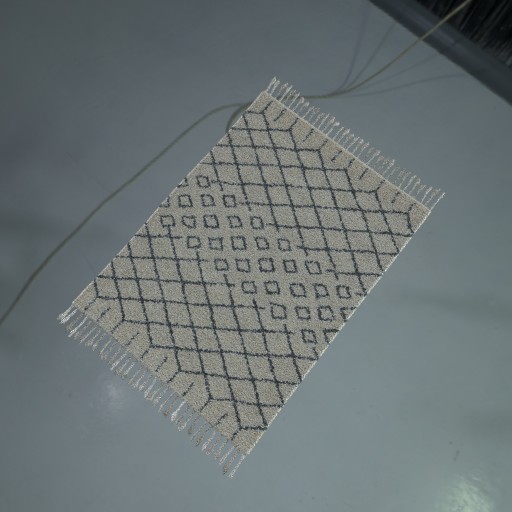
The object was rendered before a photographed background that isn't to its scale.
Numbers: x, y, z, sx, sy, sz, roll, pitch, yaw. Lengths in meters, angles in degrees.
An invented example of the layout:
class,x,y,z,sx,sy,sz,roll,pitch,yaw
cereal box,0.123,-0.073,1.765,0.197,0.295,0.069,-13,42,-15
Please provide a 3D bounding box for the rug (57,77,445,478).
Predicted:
class,x,y,z,sx,sy,sz,roll,pitch,yaw
rug,0.000,0.000,3.292,1.664,0.029,2.615,38,80,8
